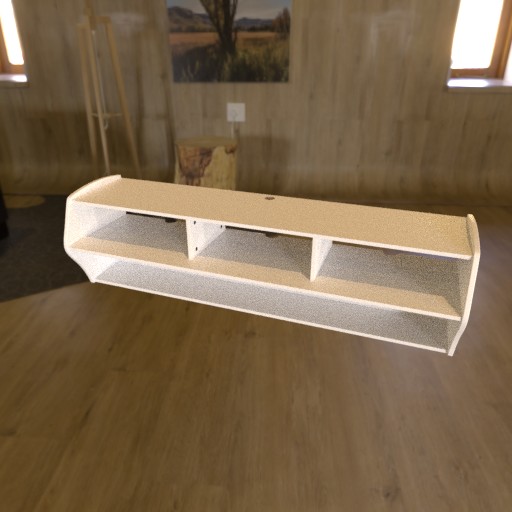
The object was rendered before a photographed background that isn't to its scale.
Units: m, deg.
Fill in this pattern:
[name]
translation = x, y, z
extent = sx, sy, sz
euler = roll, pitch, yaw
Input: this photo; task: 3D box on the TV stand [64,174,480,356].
[TV stand]
translation = 0.000, 0.000, 1.700
extent = 1.473, 0.424, 0.397
euler = 9, 28, 18
